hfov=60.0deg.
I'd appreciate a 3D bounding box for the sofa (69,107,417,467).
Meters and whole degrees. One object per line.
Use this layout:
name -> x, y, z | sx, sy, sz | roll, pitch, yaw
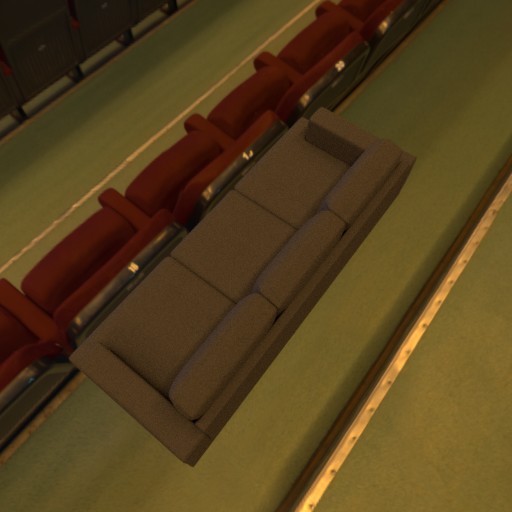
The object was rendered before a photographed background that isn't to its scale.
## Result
sofa -> 0.000, 0.000, 2.764 | 0.920, 0.810, 2.310 | 34, 68, 16
